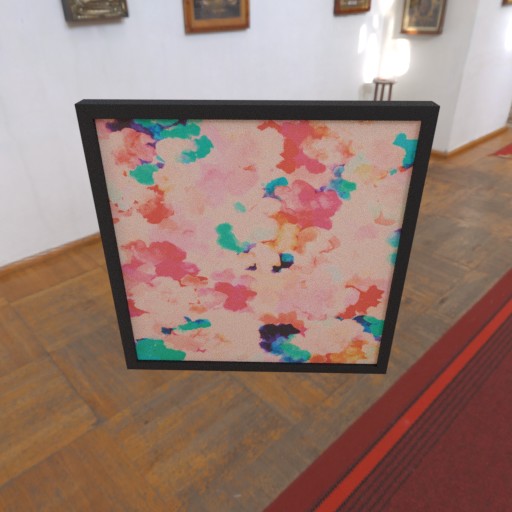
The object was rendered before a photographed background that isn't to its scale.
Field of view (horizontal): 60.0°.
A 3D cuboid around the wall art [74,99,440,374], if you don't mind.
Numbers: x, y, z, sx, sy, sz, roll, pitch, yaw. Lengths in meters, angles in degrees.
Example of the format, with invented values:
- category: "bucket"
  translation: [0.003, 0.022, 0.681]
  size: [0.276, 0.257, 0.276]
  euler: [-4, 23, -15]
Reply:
- category: "wall art"
  translation: [0.000, 0.000, 0.754]
  size: [0.506, 0.503, 0.036]
  euler: [1, 30, 1]
